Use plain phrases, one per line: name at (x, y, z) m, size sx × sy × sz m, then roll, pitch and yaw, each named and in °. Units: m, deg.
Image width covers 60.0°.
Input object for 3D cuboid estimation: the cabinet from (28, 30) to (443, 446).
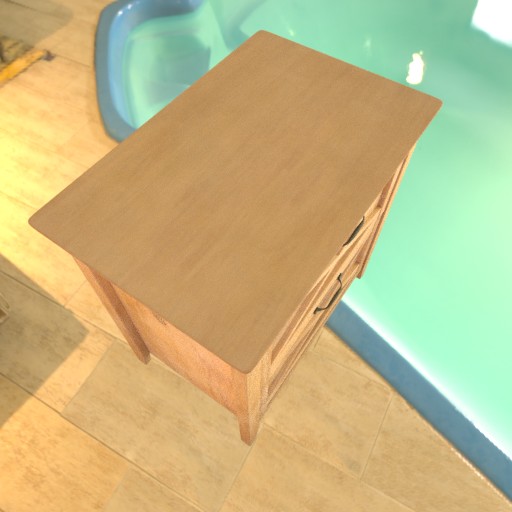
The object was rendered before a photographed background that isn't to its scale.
cabinet at (0.000, 0.000, 1.222) m, size 0.503 × 0.762 × 0.763 m, roll 30°, pitch 62°, yaw 18°
